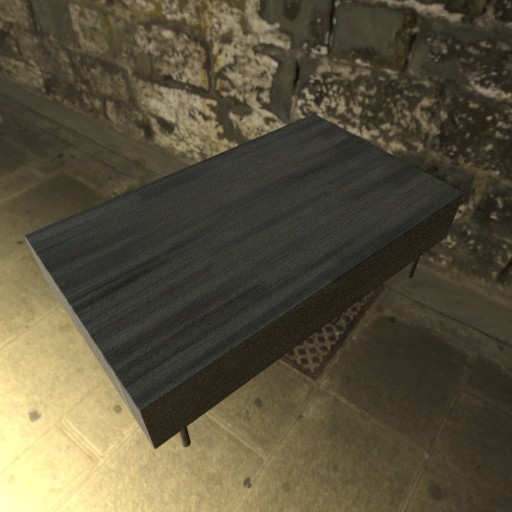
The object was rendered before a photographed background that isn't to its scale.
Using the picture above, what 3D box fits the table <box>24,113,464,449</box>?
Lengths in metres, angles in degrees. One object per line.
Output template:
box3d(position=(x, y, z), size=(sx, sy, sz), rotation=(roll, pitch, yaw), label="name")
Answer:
box3d(position=(0.000, 0.000, 1.379), size=(1.088, 0.347, 0.643), rotation=(-30, 52, -27), label="table")
